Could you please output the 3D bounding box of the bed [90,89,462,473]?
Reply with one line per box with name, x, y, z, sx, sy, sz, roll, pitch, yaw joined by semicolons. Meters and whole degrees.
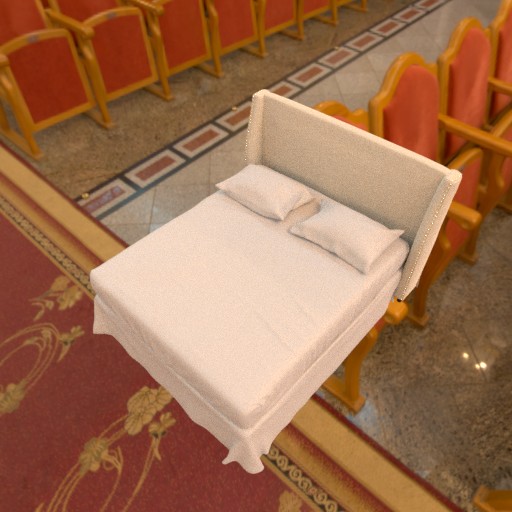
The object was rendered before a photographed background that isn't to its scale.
bed;0.000;0.000;3.455;1.925;1.332;2.276;34;55;28
